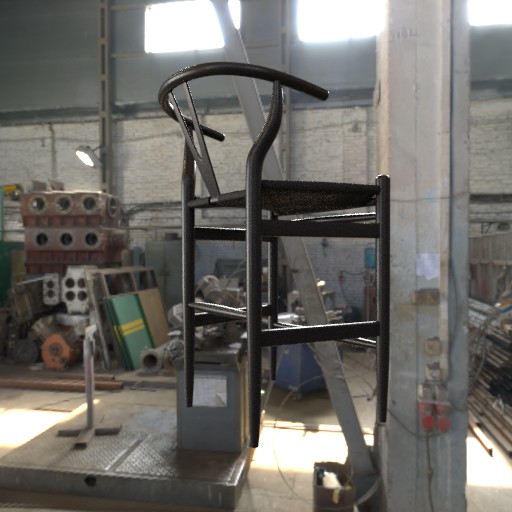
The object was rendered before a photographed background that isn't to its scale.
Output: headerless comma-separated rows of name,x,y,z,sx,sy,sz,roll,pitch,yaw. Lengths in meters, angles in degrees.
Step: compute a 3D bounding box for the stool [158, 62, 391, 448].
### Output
stool,0.000,0.000,1.356,0.579,0.970,0.569,0,0,-35
